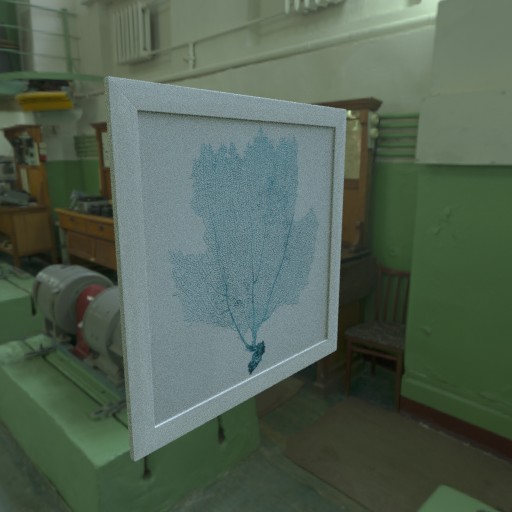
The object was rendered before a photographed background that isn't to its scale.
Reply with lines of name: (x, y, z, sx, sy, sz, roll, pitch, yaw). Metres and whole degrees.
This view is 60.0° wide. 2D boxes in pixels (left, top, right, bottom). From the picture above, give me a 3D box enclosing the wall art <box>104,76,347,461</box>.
wall art: (0.000, 0.000, 0.862, 0.013, 0.584, 0.584, 12, 17, 42)
